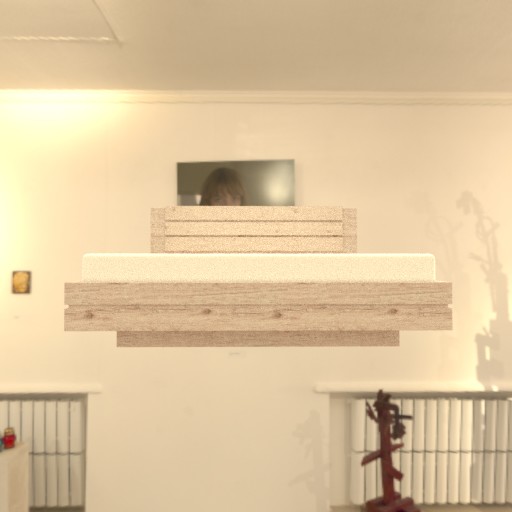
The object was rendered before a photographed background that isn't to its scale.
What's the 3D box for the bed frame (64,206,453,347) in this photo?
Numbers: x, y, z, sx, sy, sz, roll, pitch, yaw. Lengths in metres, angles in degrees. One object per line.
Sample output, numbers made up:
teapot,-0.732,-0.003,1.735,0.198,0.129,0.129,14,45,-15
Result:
bed frame,0.000,0.000,3.169,1.950,0.970,2.080,0,-1,-1
